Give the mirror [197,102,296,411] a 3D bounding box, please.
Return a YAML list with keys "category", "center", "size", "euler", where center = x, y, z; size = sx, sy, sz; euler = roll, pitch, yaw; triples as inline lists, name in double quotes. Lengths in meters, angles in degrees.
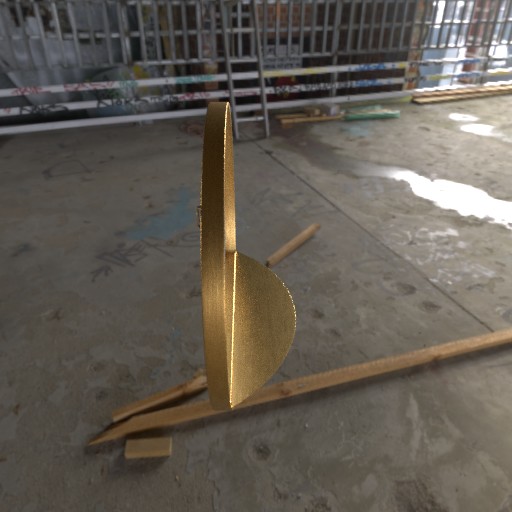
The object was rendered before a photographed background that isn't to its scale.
- category: "mirror"
  center: [0.000, 0.000, 0.696]
  size: [0.133, 0.457, 0.457]
  euler: [-1, 32, -1]
